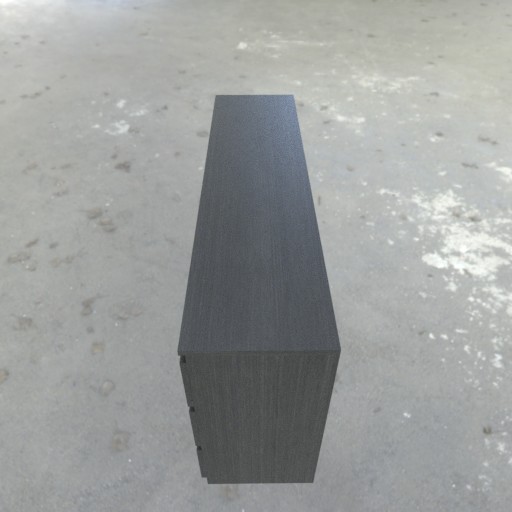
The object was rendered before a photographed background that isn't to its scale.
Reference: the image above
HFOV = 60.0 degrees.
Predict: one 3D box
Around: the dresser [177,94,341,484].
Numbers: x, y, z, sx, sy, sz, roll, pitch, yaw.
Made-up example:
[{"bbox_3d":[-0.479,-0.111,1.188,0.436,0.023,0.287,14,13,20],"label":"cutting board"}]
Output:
[{"bbox_3d":[0.000,0.000,1.937,0.400,0.795,1.590,0,42,0],"label":"dresser"}]
